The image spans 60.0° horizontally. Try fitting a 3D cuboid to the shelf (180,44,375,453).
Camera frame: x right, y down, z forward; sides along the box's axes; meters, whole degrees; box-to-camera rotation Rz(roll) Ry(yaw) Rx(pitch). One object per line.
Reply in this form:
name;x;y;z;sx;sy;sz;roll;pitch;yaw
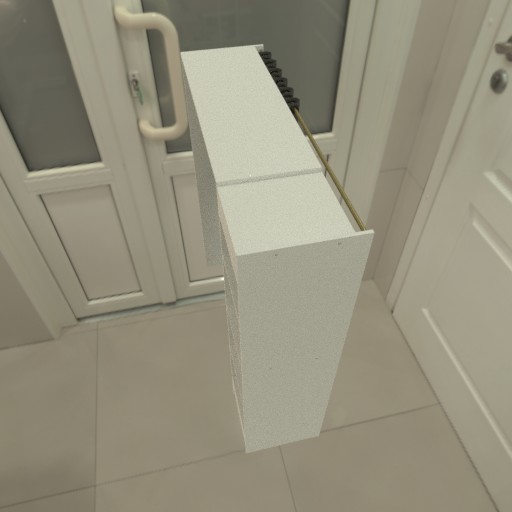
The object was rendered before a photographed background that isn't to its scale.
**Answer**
shelf;0.000;0.000;2.659;0.500;1.810;1.600;-10;48;-9
